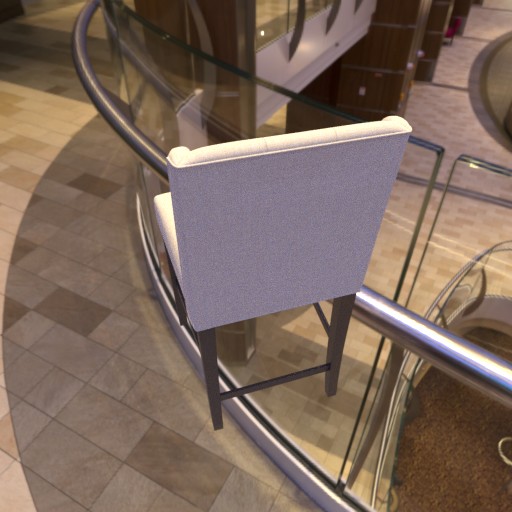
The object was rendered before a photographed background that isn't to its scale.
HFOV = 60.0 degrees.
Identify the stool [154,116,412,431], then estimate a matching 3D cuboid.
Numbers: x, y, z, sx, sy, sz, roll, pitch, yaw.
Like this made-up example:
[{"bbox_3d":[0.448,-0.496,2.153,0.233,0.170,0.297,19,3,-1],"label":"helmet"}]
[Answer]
[{"bbox_3d":[0.000,0.000,1.220,0.474,0.939,0.509,-12,43,-13],"label":"stool"}]
